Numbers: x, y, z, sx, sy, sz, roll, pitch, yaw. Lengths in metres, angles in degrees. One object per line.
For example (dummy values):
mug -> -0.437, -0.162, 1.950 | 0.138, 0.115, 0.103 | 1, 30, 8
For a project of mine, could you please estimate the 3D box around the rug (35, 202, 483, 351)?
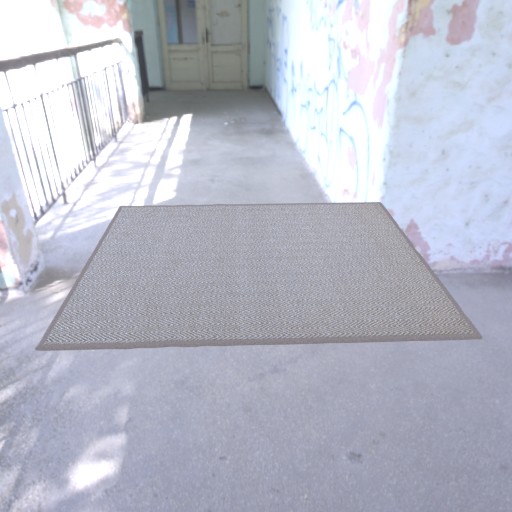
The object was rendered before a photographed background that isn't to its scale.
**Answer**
rug -> 0.000, 0.000, 4.022 | 3.007, 0.032, 2.434 | -1, 29, -2
